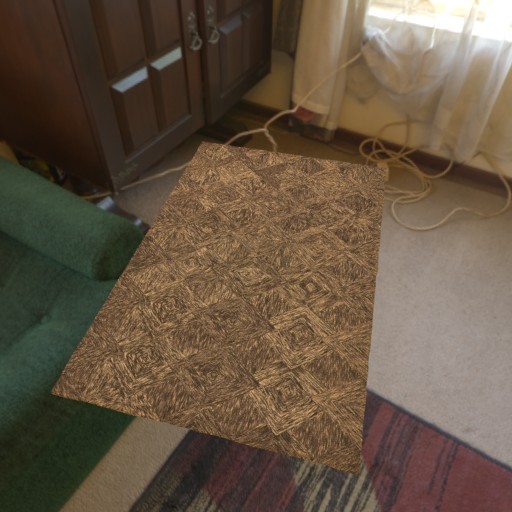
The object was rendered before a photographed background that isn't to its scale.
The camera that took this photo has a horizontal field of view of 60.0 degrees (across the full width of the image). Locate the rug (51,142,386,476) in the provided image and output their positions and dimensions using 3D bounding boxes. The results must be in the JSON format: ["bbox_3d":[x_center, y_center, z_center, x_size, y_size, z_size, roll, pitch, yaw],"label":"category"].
[{"bbox_3d":[0.000,0.000,2.203,1.189,0.011,1.808,11,48,10],"label":"rug"}]
